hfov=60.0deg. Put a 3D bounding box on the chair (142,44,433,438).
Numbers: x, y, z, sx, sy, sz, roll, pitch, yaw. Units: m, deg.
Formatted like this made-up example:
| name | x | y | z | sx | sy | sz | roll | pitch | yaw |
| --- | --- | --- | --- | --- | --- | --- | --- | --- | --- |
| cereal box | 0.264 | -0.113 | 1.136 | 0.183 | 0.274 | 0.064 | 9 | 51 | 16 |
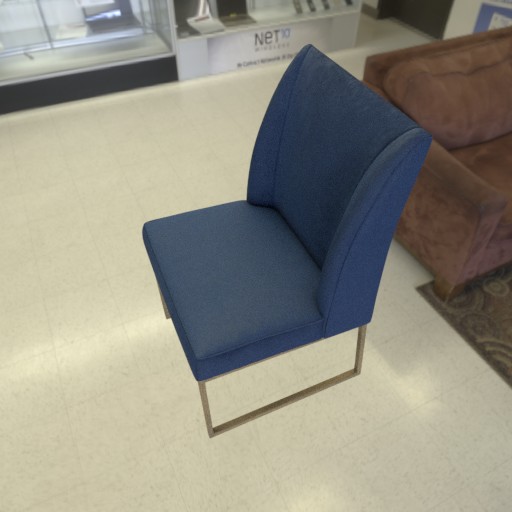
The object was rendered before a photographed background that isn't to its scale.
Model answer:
| name | x | y | z | sx | sy | sz | roll | pitch | yaw |
| --- | --- | --- | --- | --- | --- | --- | --- | --- | --- |
| chair | 0.000 | 0.000 | 1.183 | 0.522 | 0.863 | 0.508 | -18 | 49 | -16 |
